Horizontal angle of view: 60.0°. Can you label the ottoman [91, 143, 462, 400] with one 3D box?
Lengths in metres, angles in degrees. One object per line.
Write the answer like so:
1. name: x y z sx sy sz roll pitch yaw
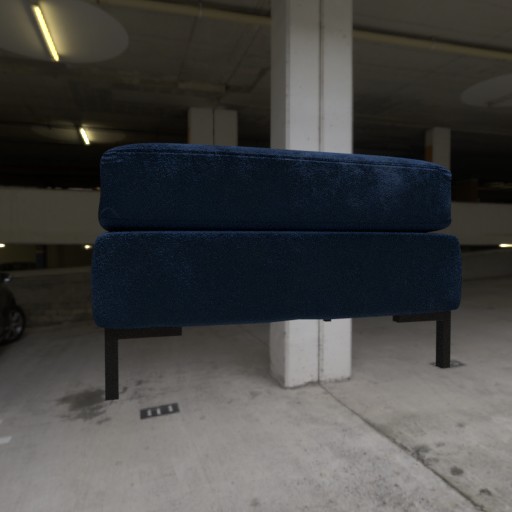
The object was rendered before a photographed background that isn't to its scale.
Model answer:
1. ottoman: 0.000 0.000 1.175 0.794 0.485 0.655 -1 2 -16
